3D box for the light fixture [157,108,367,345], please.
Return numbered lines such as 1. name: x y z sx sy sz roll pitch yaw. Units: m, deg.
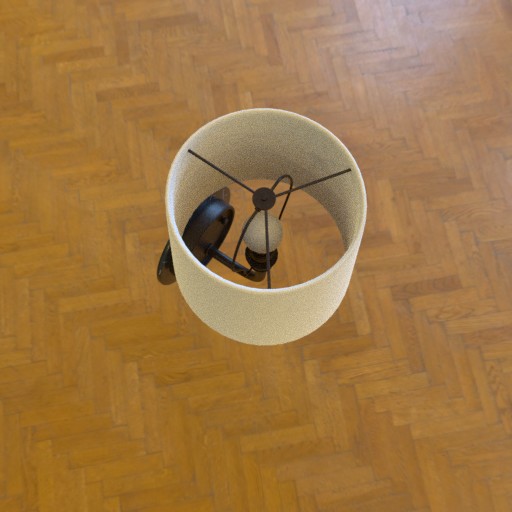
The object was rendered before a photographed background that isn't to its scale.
1. light fixture: 0.000 0.000 0.445 0.188 0.337 0.168 33 78 8
